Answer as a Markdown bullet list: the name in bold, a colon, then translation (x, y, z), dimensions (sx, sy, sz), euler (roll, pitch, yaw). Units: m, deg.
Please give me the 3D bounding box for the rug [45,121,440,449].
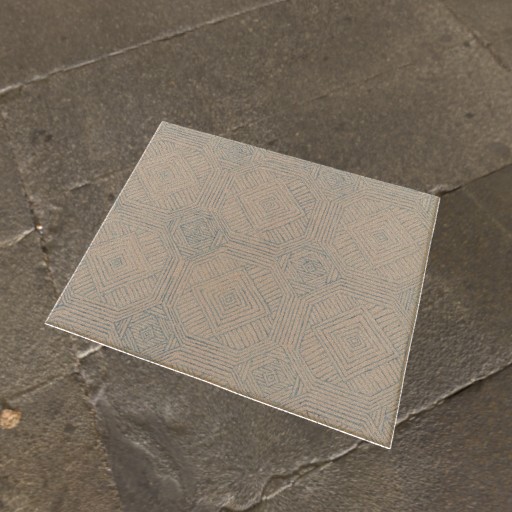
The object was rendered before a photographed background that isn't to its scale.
- **rug**: translation (0.000, 0.000, 4.150), dimensions (3.049, 0.015, 2.457), euler (17, 65, 8)
